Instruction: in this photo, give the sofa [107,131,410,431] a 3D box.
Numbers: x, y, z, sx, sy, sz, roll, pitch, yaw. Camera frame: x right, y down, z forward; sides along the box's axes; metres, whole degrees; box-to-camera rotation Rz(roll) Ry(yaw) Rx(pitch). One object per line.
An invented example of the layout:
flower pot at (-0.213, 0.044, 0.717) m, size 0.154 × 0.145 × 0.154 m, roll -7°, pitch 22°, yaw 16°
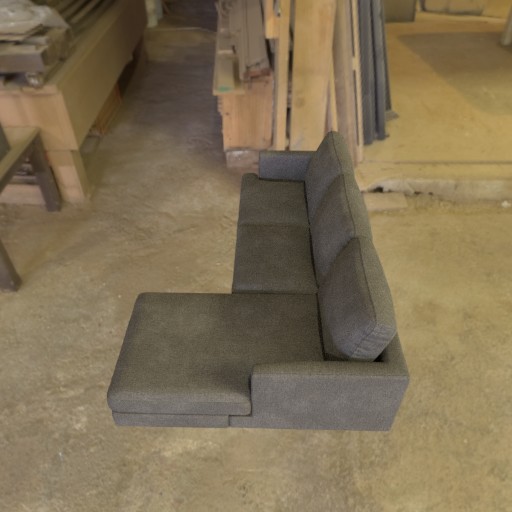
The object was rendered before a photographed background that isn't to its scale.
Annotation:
sofa at (0.000, 0.000, 3.058) m, size 1.504 × 0.956 × 2.233 m, roll 1°, pitch 41°, yaw 1°
